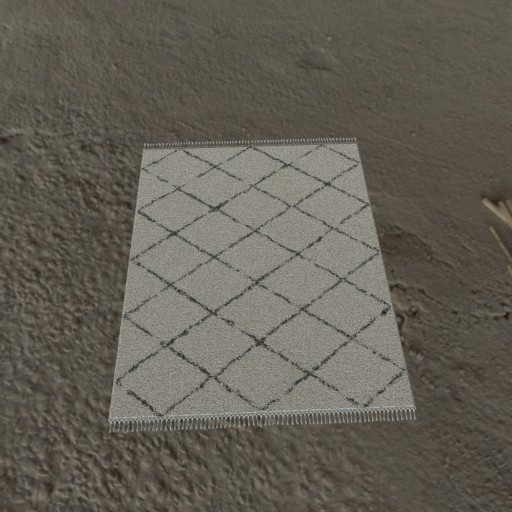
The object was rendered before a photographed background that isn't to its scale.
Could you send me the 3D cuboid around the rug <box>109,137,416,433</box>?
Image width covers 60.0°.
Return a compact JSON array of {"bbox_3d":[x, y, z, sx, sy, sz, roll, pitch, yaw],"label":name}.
[{"bbox_3d":[0.000,0.000,4.178,2.380,0.013,3.051,-2,58,-1],"label":"rug"}]
